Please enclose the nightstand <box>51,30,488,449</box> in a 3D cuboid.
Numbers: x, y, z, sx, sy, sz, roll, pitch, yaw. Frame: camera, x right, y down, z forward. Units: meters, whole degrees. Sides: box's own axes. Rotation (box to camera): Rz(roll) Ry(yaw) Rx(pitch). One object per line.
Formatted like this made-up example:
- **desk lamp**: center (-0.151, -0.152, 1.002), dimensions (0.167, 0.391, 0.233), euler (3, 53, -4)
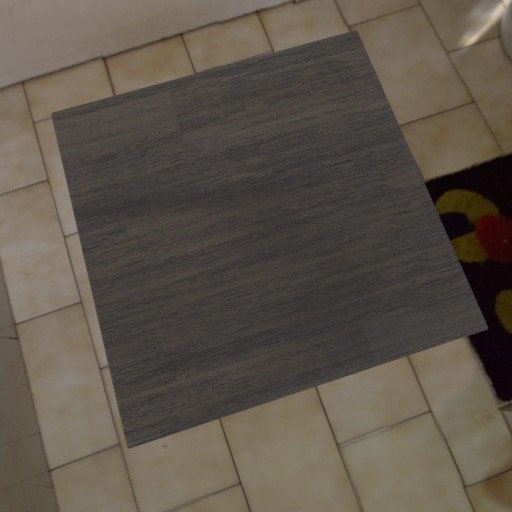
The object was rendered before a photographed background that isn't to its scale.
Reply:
- **nightstand**: center (0.000, 0.000, 0.877), dimensions (0.502, 0.497, 0.503), euler (-17, 76, -4)
